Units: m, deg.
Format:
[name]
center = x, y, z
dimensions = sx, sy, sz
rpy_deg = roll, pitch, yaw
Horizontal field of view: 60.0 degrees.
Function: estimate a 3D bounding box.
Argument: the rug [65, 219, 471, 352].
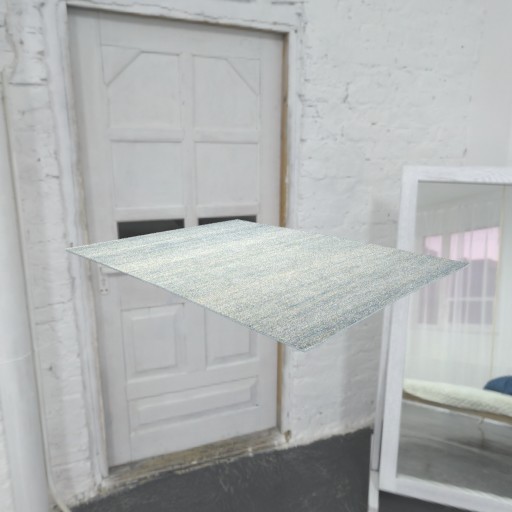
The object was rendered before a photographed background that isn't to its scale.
[rug]
center = 0.000, 0.000, 4.381
dimensions = 2.461, 0.046, 3.237
rpy_deg = -14, 21, -43
